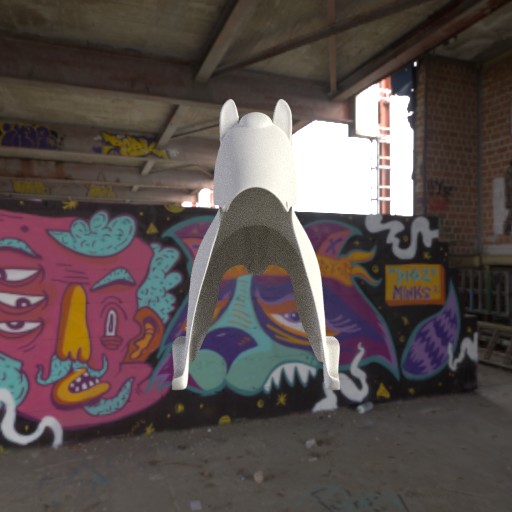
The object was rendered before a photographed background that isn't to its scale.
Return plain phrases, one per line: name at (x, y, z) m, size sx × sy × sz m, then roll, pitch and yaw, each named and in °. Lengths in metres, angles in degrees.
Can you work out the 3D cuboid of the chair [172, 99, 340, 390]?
chair at (0.000, 0.000, 1.139) m, size 0.429 × 0.612 × 0.800 m, roll 0°, pitch -1°, yaw 0°
